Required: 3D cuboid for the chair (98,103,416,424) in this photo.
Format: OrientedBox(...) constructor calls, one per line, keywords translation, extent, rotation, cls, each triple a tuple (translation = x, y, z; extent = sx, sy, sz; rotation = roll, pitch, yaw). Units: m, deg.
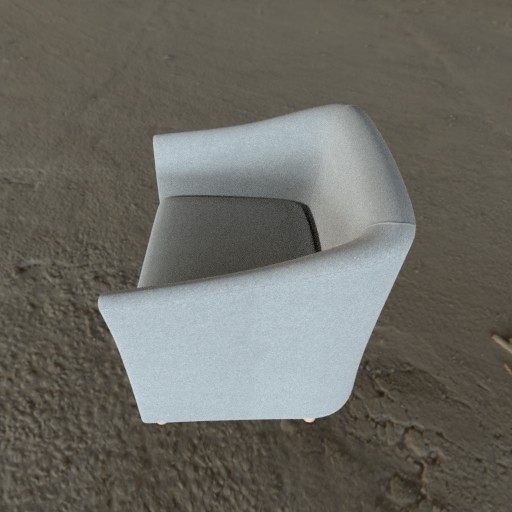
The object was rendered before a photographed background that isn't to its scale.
OrientedBox(translation=(0.000, 0.000, 1.366), extent=(0.700, 0.720, 0.790), rotation=(-1, 42, -1), cls="chair")
